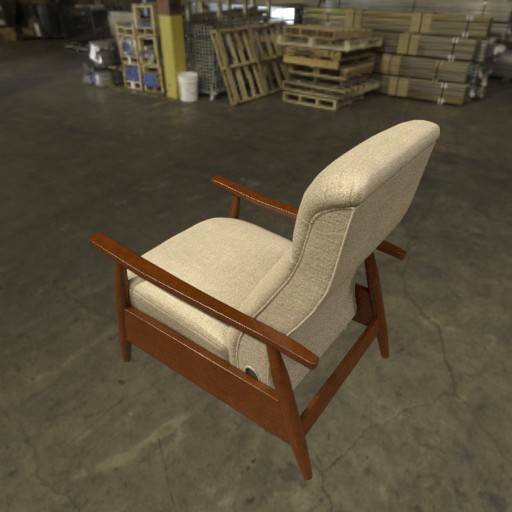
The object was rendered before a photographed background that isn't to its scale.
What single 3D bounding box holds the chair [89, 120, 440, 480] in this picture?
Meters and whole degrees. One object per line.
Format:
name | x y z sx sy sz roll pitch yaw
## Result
chair | 0.000 0.000 1.712 1.014 1.082 0.762 21 38 30
